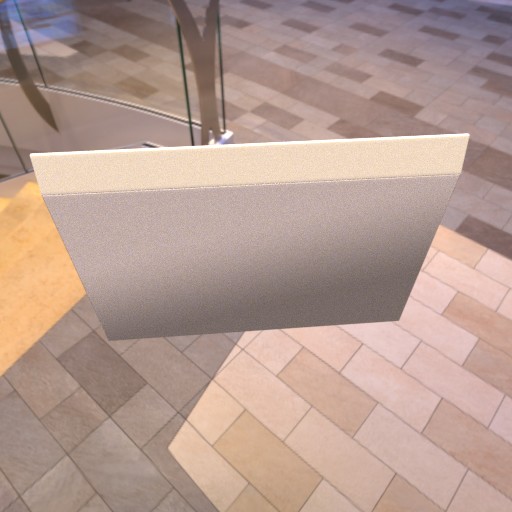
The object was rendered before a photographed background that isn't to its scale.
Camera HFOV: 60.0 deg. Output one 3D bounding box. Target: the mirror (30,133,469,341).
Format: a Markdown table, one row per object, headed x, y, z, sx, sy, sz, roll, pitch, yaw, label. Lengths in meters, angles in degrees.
| x | y | z | sx | sy | sz | roll | pitch | yaw | label |
| --- | --- | --- | --- | --- | --- | --- | --- | --- | --- |
| 0.000 | 0.000 | 1.100 | 0.870 | 0.630 | 0.030 | -3 | 48 | -3 | mirror |
